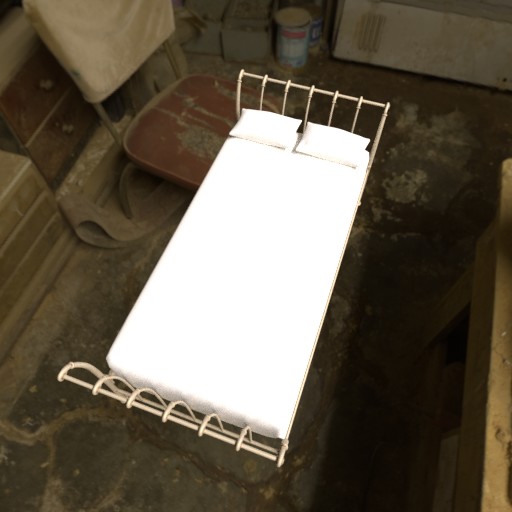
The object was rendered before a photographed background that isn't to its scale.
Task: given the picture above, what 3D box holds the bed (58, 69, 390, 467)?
[{"bbox_3d":[0.000,0.000,2.701,1.032,0.873,2.228,17,60,10],"label":"bed"}]
